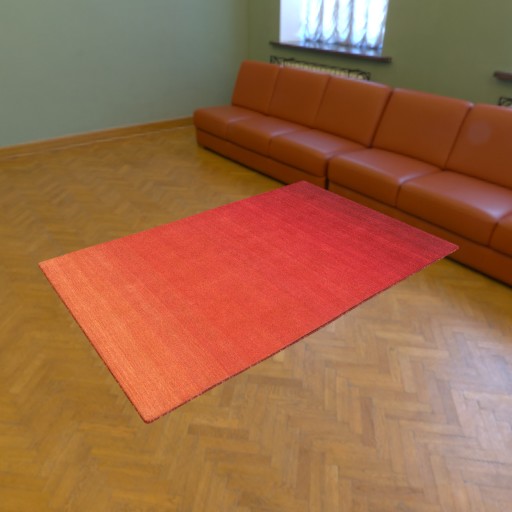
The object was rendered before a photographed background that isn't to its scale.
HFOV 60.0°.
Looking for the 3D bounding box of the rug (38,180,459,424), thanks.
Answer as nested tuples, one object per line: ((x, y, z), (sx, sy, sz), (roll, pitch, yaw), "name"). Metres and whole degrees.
((0.000, 0.000, 2.302), (1.835, 0.018, 1.230), (-22, 37, -32), "rug")
